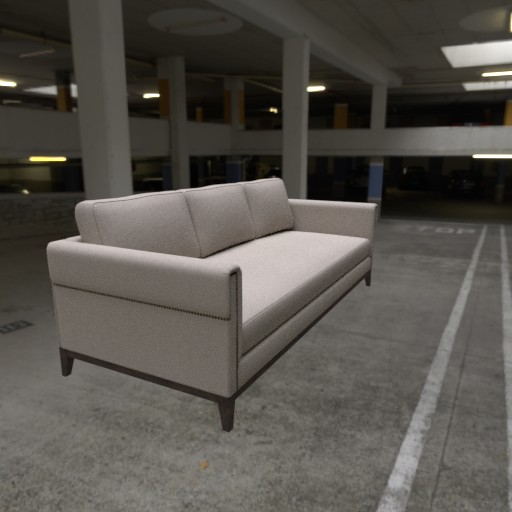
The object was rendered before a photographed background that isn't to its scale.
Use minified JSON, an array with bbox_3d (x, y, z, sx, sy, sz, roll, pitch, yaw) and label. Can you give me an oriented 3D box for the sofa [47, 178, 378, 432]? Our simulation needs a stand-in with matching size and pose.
[{"bbox_3d":[0.000,0.000,2.740,0.959,0.838,2.210,7,15,27],"label":"sofa"}]
